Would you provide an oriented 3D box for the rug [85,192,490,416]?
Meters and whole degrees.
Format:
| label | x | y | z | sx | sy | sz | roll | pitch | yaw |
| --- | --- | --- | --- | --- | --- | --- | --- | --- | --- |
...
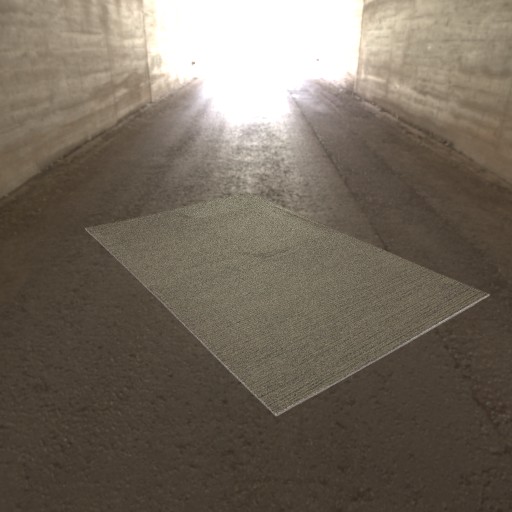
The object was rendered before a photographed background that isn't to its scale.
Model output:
| label | x | y | z | sx | sy | sz | roll | pitch | yaw |
| --- | --- | --- | --- | --- | --- | --- | --- | --- | --- |
| rug | 0.000 | 0.000 | 2.200 | 1.149 | 0.021 | 1.773 | -17 | 30 | -32 |
